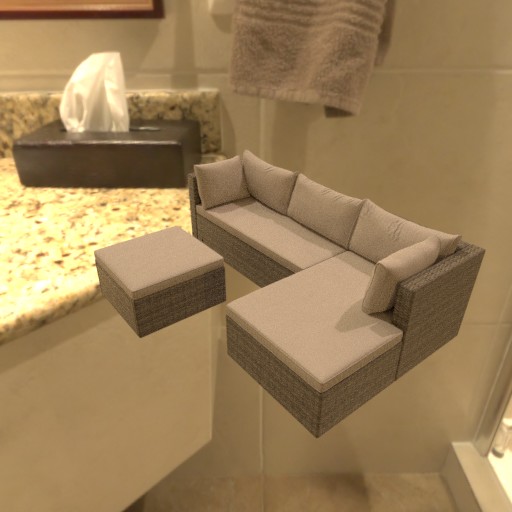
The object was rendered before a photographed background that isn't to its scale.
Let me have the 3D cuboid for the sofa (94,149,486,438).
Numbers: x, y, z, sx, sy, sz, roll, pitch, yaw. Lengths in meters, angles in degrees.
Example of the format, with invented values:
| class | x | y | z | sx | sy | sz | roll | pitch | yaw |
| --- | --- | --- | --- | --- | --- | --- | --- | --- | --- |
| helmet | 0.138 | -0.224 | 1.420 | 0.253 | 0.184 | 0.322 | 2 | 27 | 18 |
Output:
| class | x | y | z | sx | sy | sz | roll | pitch | yaw |
| --- | --- | --- | --- | --- | --- | --- | --- | --- | --- |
| sofa | 0.000 | 0.000 | 2.981 | 1.662 | 0.766 | 2.192 | -21 | 36 | -32 |
